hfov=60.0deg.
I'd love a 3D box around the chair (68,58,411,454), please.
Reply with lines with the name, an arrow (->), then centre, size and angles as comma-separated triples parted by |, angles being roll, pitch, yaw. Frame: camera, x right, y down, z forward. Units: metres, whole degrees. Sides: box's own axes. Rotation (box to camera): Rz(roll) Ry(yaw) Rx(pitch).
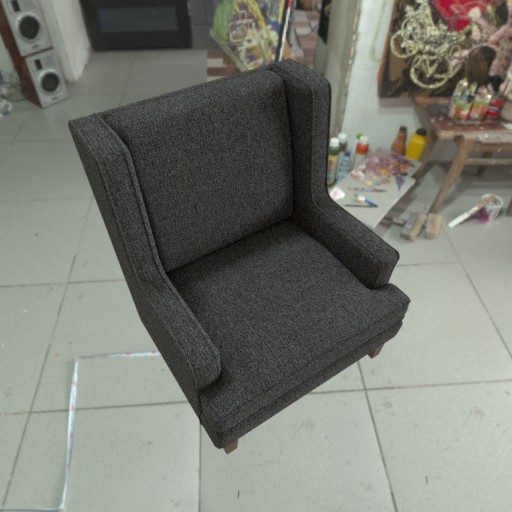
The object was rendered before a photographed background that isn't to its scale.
chair -> 0.000, 0.000, 1.786 | 0.942, 1.082, 0.927 | -26, 51, -22
